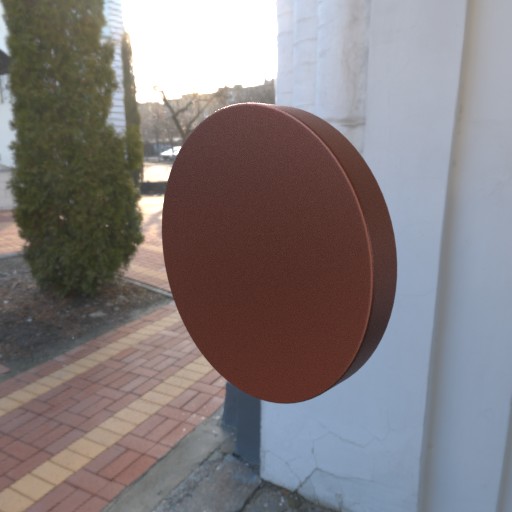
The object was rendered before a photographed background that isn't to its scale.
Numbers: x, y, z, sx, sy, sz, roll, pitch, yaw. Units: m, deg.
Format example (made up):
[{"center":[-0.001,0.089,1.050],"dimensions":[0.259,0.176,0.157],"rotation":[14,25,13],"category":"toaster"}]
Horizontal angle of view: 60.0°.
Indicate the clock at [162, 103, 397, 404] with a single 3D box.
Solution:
[{"center":[0.000,0.000,0.482],"dimensions":[0.040,0.313,0.313],"rotation":[-13,18,-43],"category":"clock"}]
